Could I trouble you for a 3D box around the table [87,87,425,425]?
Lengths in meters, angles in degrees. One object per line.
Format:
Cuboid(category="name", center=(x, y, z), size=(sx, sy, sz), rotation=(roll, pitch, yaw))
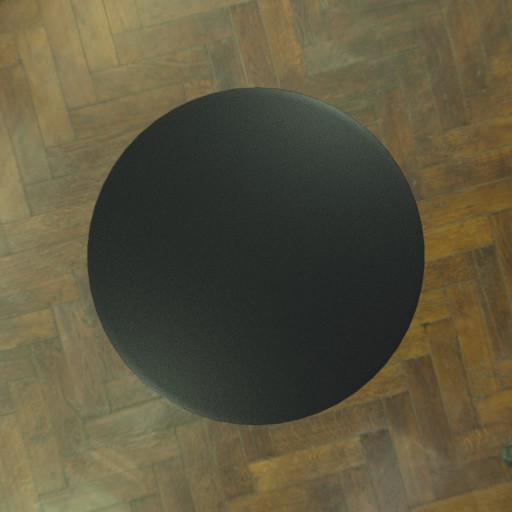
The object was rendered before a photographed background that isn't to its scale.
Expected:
Cuboid(category="table", center=(0.000, 0.000, 1.585), size=(1.029, 0.491, 1.029), rotation=(0, 91, -1))
